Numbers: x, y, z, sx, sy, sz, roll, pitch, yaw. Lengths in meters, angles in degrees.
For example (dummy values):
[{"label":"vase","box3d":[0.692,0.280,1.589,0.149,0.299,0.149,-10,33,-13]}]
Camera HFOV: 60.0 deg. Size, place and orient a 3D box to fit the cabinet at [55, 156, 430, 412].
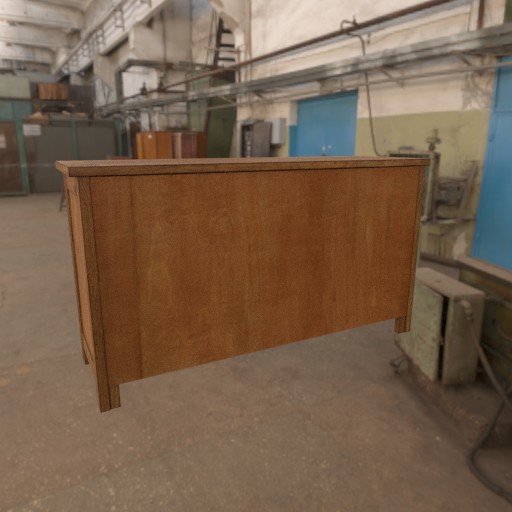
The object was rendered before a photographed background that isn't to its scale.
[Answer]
[{"label":"cabinet","box3d":[0.000,0.000,1.912,1.474,0.813,0.480,-7,16,-27]}]
